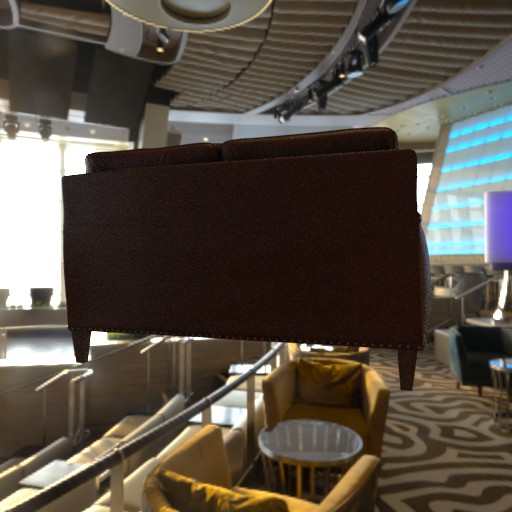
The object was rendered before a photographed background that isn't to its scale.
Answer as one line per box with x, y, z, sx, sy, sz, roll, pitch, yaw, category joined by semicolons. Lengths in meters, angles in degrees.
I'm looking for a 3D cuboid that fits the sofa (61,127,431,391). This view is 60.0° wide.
0.000;0.000;2.249;1.628;1.003;1.083;0;-1;18;sofa
